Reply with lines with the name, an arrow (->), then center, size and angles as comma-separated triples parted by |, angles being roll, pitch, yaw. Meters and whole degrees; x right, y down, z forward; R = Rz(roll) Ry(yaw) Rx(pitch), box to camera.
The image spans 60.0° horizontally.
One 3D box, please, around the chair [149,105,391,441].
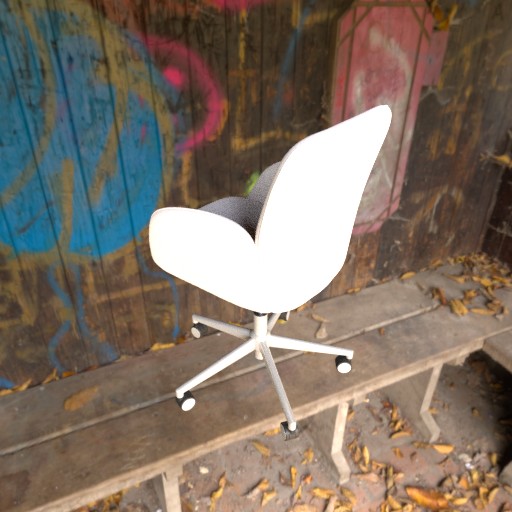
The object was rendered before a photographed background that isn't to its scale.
chair -> 0.000, 0.000, 1.415 | 0.633, 0.959, 0.648 | 21, 37, 31
